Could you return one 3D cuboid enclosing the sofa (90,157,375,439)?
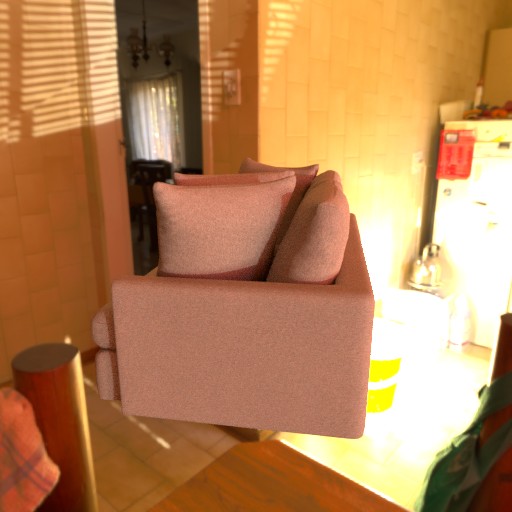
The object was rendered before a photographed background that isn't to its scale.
[{"bbox_3d":[0.000,0.000,2.630,1.228,1.080,1.869,3,16,10],"label":"sofa"}]
